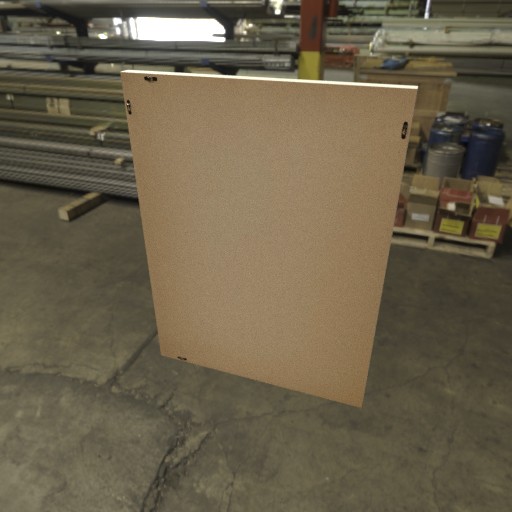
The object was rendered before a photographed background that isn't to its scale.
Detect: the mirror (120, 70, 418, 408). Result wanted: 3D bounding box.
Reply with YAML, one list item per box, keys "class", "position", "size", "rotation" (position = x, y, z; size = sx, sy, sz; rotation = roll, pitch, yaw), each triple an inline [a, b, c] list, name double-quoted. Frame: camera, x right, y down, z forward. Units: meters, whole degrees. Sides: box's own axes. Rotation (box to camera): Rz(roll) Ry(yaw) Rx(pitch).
- class: "mirror"
  position: [0.000, 0.000, 1.350]
  size: [0.762, 1.016, 0.040]
  rotation: [10, 32, 17]
